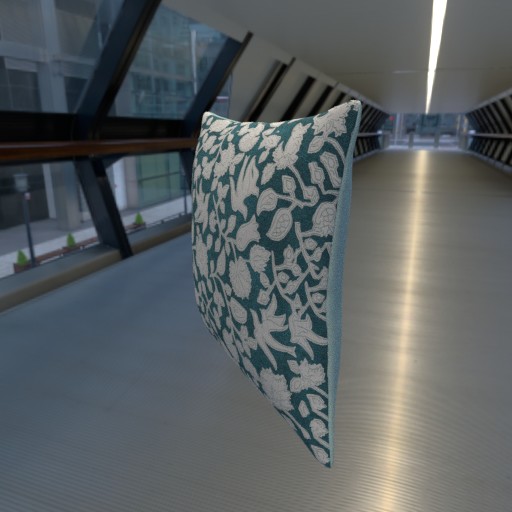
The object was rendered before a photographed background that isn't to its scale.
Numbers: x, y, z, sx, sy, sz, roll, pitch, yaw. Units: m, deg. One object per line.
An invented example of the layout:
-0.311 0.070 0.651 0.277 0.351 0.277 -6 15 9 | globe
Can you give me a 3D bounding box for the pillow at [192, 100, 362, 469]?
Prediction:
0.000 0.000 0.798 0.166 0.508 0.525 -8 18 -24 | pillow
